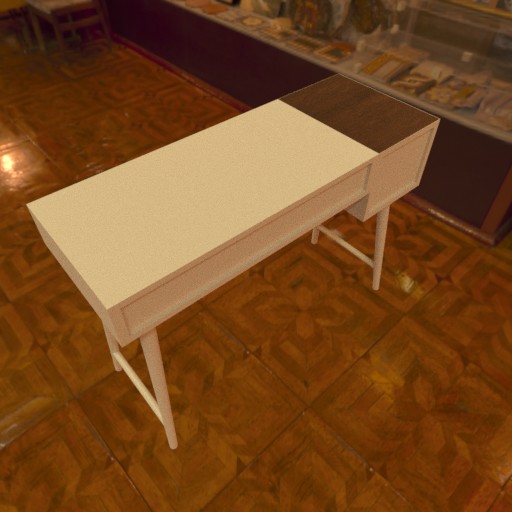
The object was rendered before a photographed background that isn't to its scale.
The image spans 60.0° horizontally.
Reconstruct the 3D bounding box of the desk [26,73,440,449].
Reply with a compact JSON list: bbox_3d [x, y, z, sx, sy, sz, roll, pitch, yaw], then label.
[{"bbox_3d":[0.000,0.000,1.439,1.069,0.761,0.409,-32,54,-27],"label":"desk"}]
